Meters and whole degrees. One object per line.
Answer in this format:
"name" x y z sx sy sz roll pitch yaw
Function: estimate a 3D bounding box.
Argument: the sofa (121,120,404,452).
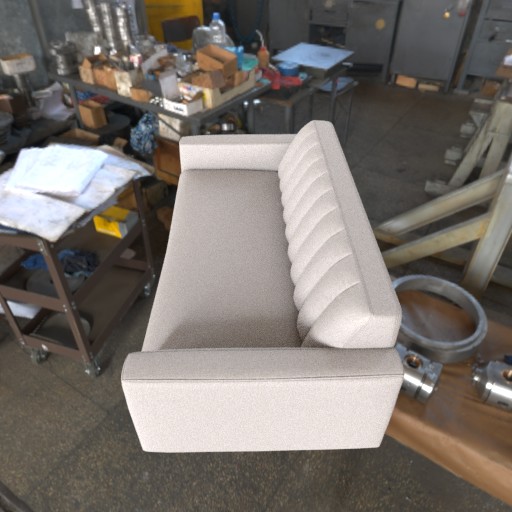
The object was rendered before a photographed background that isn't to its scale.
"sofa" 0.000 0.000 2.322 0.969 0.814 1.895 -1 40 -1
